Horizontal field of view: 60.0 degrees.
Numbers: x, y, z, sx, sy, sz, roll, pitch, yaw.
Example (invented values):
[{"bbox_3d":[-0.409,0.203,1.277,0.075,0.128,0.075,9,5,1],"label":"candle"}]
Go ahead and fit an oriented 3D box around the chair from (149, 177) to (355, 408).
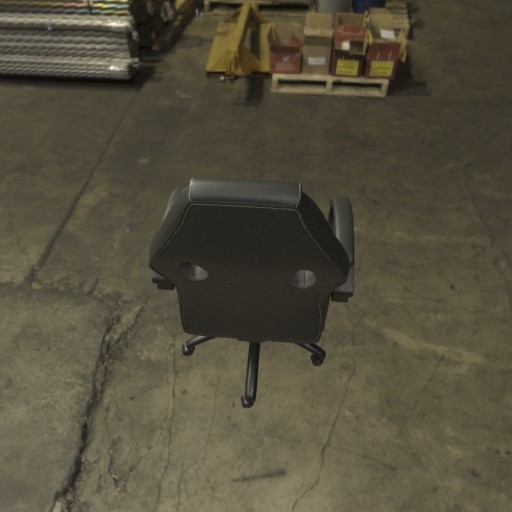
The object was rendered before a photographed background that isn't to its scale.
[{"bbox_3d":[0.000,0.000,1.653,0.673,1.187,0.724,4,48,3],"label":"chair"}]
